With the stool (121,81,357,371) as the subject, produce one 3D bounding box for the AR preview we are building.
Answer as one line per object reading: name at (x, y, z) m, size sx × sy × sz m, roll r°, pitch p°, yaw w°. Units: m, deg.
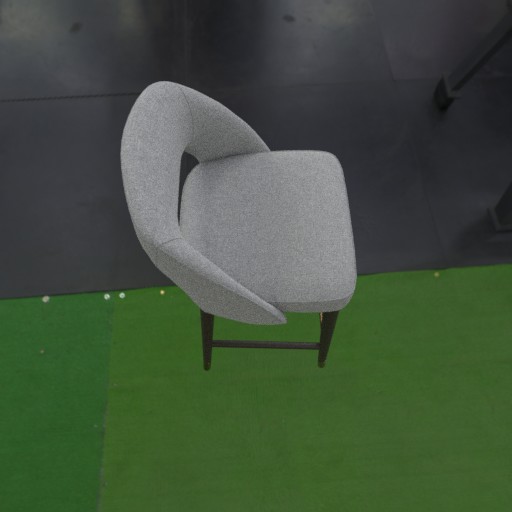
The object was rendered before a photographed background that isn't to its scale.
stool at (0.000, 0.000, 1.299) m, size 0.509 × 1.037 × 0.494 m, roll -1°, pitch 64°, yaw -1°
